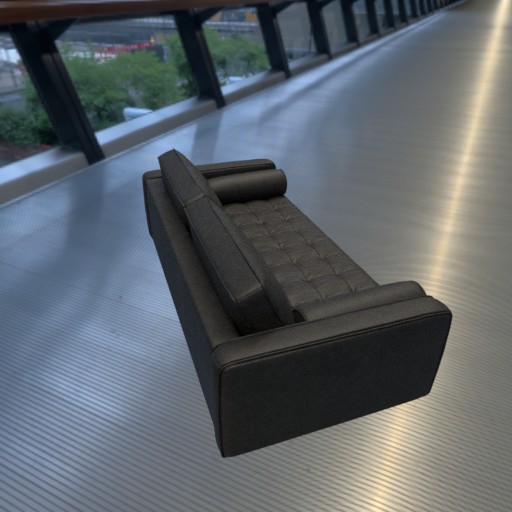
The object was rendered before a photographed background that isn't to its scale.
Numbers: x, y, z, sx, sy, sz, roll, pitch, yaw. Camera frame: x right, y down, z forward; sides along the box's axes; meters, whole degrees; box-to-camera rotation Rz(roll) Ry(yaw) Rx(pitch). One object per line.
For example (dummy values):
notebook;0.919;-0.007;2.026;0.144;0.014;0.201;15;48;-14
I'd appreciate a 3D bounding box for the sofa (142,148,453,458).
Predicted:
sofa;0.000;0.000;2.319;0.921;0.770;1.879;-10;32;-17
